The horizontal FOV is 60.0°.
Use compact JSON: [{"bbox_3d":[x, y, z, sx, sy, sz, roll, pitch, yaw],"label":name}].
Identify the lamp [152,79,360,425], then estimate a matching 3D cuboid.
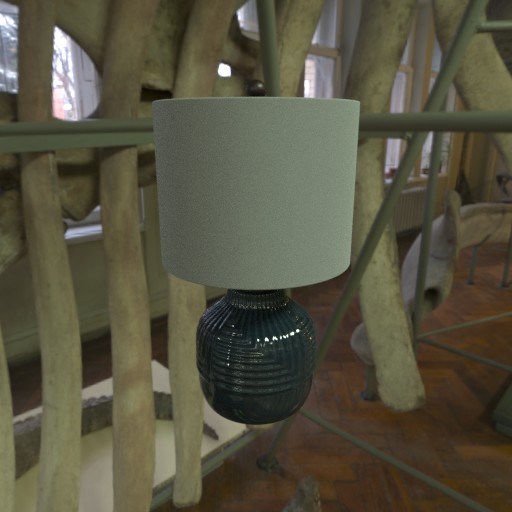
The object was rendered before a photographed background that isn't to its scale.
[{"bbox_3d":[0.000,0.000,0.763,0.318,0.567,0.318,0,17,0],"label":"lamp"}]
